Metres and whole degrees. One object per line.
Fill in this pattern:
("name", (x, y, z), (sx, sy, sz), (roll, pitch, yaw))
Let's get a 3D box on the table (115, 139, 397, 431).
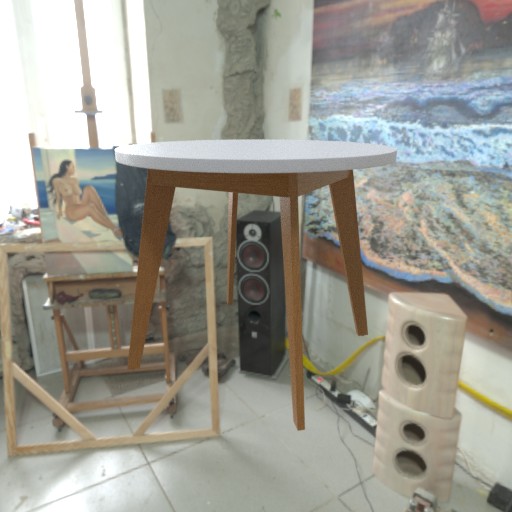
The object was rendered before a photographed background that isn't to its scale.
("table", (0.000, 0.000, 1.584), (0.896, 0.762, 0.896), (0, 18, 0))
